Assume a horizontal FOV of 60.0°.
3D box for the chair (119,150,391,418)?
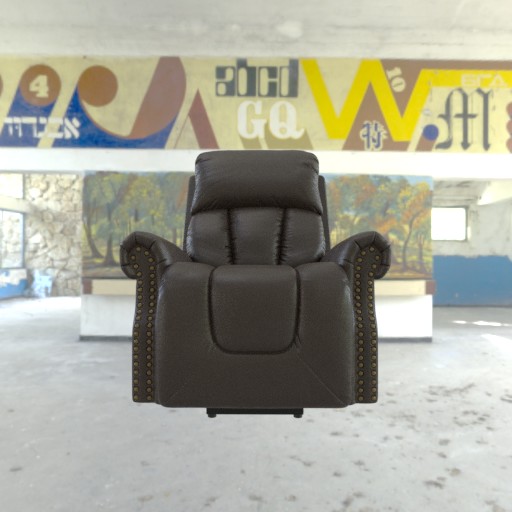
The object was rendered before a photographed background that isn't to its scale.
[{"bbox_3d":[0.000,0.000,1.760,0.869,1.028,0.978,0,0,1],"label":"chair"}]
